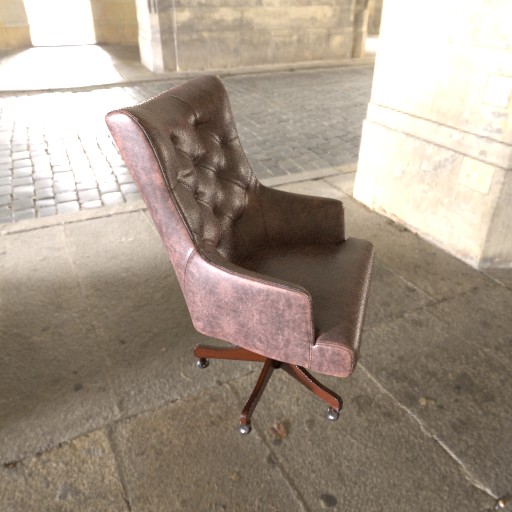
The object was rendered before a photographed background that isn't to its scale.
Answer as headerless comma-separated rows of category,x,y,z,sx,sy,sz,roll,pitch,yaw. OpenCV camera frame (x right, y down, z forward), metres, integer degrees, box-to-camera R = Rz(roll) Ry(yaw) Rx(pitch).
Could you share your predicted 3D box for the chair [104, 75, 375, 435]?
chair,0.000,0.000,1.485,0.762,1.035,0.641,9,32,15
